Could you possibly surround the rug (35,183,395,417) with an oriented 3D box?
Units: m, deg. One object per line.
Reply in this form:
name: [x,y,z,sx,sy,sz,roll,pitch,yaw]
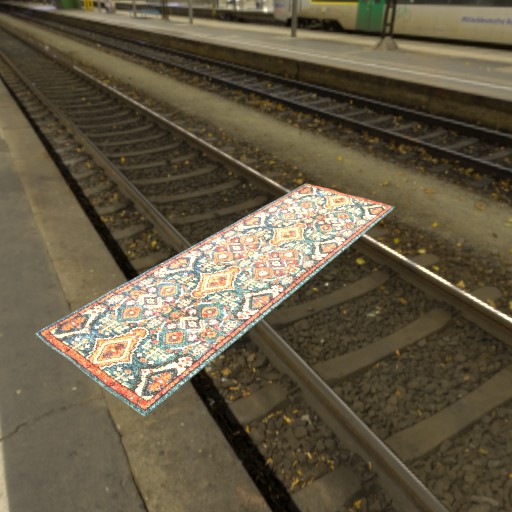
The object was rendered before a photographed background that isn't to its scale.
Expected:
rug: [0.000,0.000,2.752,0.801,0.010,2.459,22,37,32]
